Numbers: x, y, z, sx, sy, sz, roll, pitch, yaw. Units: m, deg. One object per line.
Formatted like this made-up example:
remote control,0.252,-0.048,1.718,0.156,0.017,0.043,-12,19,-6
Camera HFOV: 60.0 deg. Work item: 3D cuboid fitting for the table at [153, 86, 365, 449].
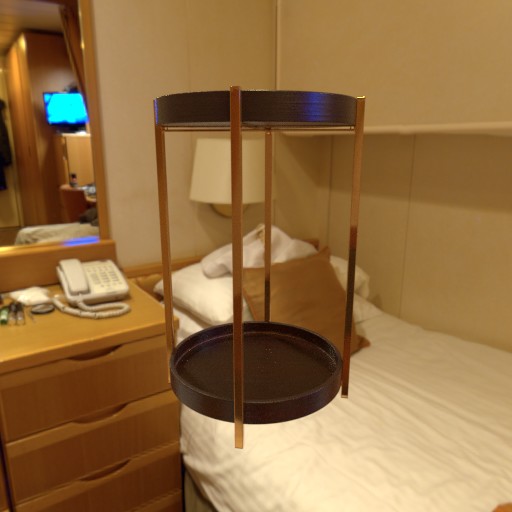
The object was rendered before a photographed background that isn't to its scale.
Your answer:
table,0.000,0.000,0.908,0.400,0.610,0.400,2,15,9
